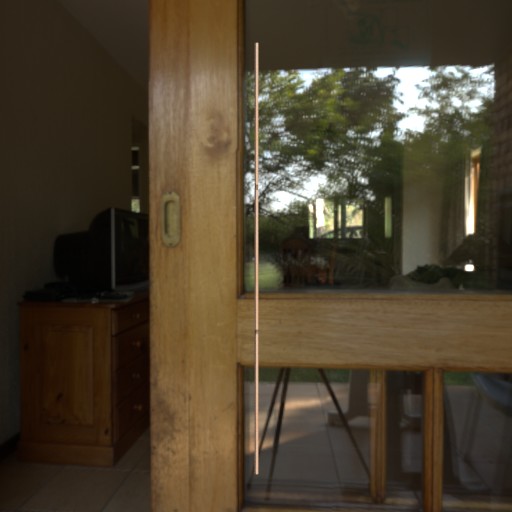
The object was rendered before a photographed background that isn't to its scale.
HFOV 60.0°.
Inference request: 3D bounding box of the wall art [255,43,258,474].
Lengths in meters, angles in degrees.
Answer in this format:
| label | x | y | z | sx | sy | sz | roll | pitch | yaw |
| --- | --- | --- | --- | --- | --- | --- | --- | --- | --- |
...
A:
| label | x | y | z | sx | sy | sz | roll | pitch | yaw |
| --- | --- | --- | --- | --- | --- | --- | --- | --- | --- |
| wall art | 0.000 | 0.000 | 2.325 | 0.013 | 1.525 | 1.520 | 0 | 1 | 0 |
